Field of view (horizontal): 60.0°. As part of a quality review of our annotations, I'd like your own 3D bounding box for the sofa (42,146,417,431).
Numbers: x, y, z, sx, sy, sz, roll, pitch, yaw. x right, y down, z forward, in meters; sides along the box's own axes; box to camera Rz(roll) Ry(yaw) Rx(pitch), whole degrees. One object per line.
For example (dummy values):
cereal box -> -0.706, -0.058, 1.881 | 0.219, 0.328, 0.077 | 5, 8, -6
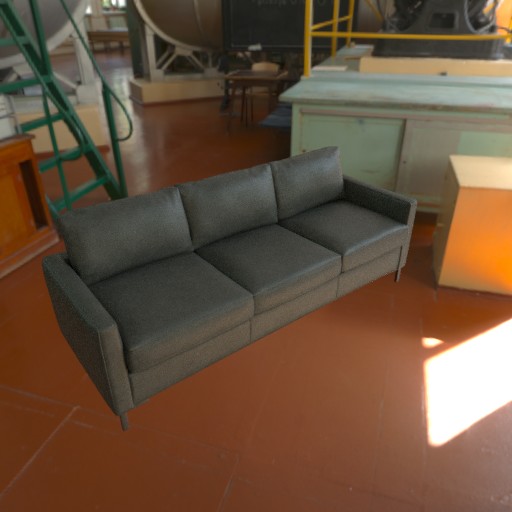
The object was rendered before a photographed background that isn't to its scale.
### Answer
sofa -> 0.000, 0.000, 2.452 | 2.029, 0.805, 0.748 | -21, 36, -33
